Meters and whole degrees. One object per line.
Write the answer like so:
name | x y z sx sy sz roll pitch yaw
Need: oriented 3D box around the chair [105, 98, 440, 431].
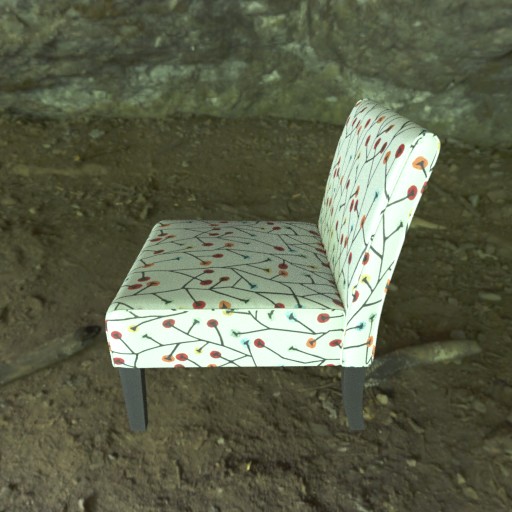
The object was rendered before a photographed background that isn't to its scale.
chair | 0.000 0.000 1.297 0.732 0.813 0.597 0 26 0
